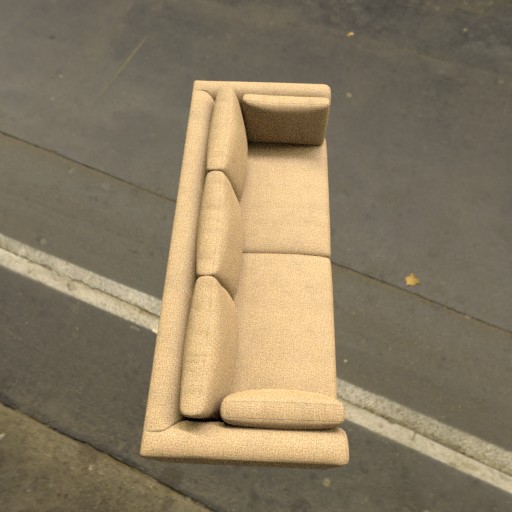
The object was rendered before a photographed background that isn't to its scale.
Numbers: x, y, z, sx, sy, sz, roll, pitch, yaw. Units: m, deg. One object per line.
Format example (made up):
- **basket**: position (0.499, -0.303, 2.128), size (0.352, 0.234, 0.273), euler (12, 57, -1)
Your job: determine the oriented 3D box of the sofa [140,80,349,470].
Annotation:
- **sofa**: position (0.000, 0.000, 2.833), size (0.969, 0.867, 2.415), euler (2, 63, 1)
